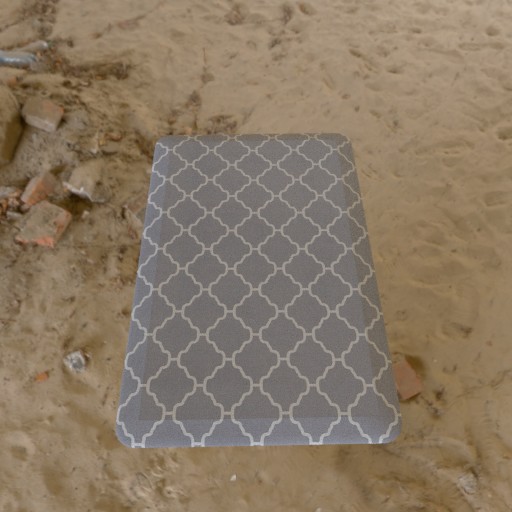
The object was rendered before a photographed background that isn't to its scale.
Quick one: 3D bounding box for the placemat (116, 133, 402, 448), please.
[{"bbox_3d":[0.000,0.000,0.960,0.508,0.021,0.762,-1,58,-1],"label":"placemat"}]
